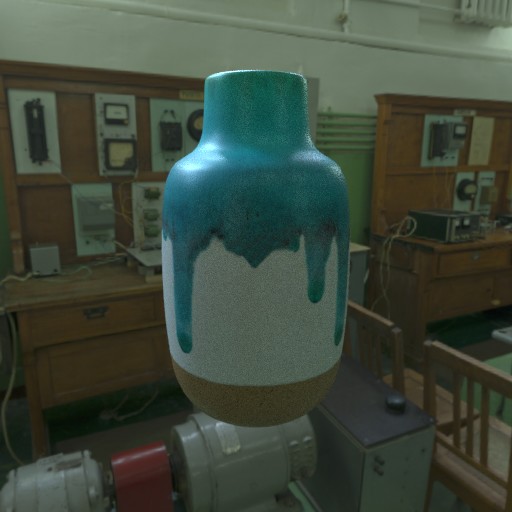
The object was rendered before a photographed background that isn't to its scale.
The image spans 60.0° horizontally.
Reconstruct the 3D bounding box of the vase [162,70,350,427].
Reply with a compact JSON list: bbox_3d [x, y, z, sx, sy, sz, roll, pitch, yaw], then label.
[{"bbox_3d":[0.000,0.000,0.255,0.106,0.192,0.106,0,14,0],"label":"vase"}]
